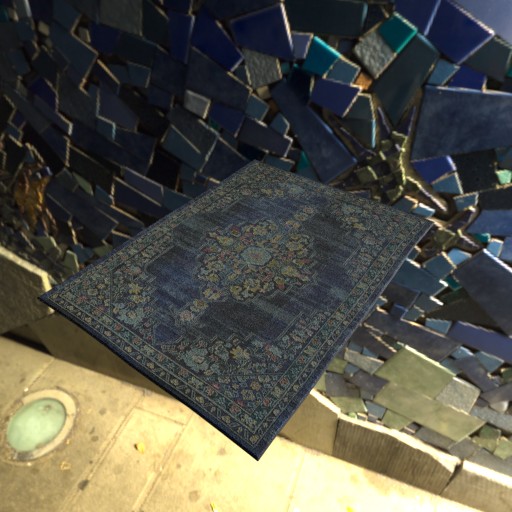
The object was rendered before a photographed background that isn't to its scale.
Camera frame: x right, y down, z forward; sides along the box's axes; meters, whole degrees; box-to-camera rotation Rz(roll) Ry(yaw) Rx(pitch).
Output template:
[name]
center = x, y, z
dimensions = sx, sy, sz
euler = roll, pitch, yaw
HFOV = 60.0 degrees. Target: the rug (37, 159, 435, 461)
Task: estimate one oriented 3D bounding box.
[rug]
center = 0.000, 0.000, 4.844
dimensions = 2.716, 0.035, 3.612
euler = 25, 46, 27
